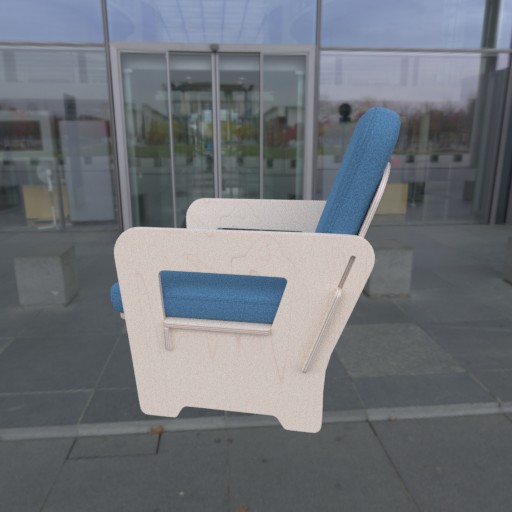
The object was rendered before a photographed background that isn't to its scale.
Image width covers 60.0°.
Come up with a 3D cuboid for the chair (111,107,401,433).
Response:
[{"bbox_3d":[0.000,0.000,1.205,0.657,0.747,0.547,3,15,10],"label":"chair"}]
